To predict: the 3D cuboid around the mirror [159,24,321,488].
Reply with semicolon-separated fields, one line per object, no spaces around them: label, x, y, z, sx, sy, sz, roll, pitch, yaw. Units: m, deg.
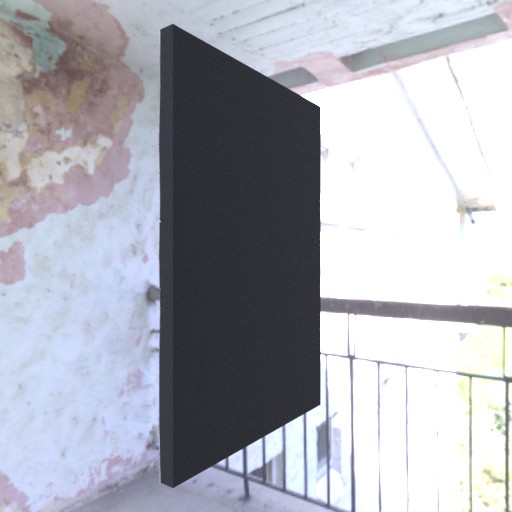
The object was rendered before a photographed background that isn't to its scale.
mirror;0.000;0.000;1.126;0.044;0.912;0.606;0;0;37
